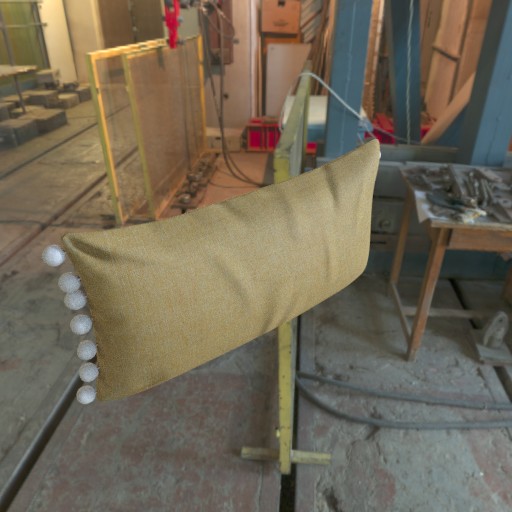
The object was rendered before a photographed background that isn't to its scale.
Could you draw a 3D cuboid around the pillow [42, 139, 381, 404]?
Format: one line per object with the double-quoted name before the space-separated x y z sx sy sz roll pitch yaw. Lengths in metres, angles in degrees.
"pillow" 0.000 0.000 0.817 0.709 0.322 0.201 -22 37 -33
